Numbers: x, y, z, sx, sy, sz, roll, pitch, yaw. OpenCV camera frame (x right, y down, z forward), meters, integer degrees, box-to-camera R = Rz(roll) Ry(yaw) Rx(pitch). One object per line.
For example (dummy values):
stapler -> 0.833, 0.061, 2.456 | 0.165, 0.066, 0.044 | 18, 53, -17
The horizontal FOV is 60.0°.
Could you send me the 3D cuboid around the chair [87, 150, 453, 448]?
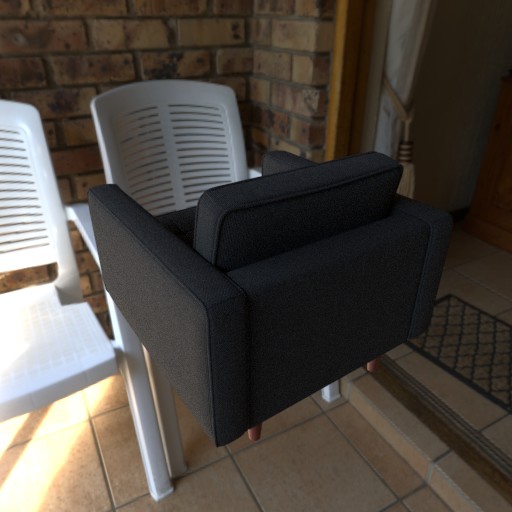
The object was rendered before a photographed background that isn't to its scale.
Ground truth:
chair -> 0.000, 0.000, 1.577 | 0.899, 0.770, 0.919 | -18, 34, -30
